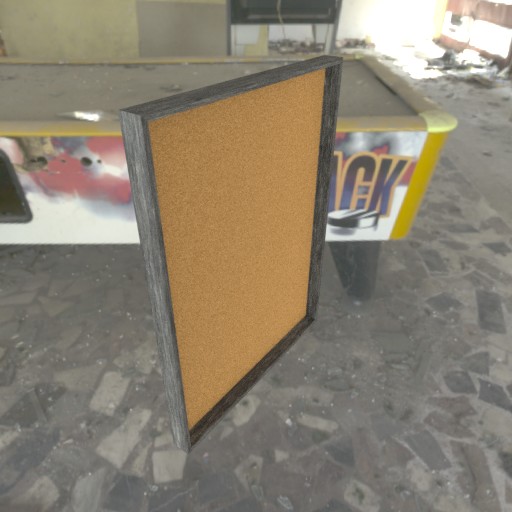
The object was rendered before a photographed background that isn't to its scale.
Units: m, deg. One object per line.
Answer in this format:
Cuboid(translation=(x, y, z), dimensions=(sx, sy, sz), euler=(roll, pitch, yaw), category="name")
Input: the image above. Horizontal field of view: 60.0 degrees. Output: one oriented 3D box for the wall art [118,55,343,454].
Cuboid(translation=(0.000, 0.000, 1.334), dimensions=(0.063, 1.016, 0.762), euler=(23, 39, 30), category="wall art")
